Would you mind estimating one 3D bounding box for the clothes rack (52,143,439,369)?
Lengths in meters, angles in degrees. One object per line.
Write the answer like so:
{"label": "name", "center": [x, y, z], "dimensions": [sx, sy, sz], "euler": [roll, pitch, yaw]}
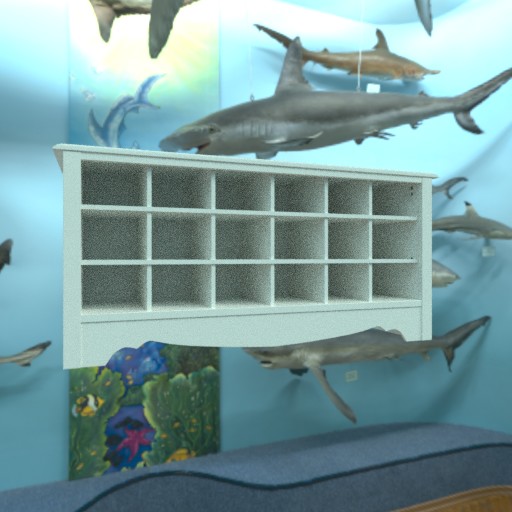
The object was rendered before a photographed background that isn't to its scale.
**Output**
{"label": "clothes rack", "center": [0.000, 0.000, 1.370], "dimensions": [1.120, 0.531, 0.324], "euler": [0, 0, -20]}
